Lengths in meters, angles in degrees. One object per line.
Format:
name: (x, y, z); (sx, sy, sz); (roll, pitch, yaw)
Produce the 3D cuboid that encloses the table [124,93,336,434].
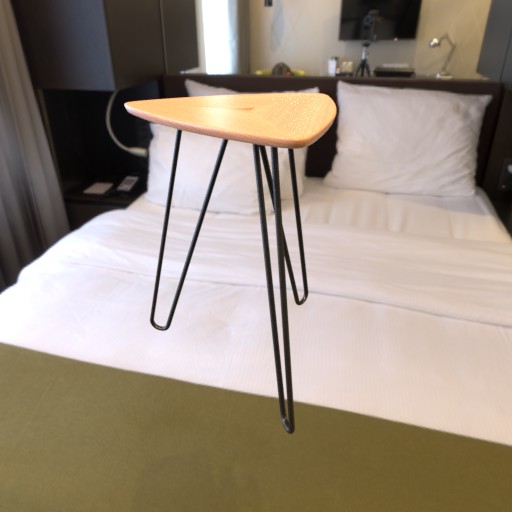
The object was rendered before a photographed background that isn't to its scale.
table: (0.000, 0.000, 0.905); (0.442, 0.564, 0.455); (-8, 29, -15)
